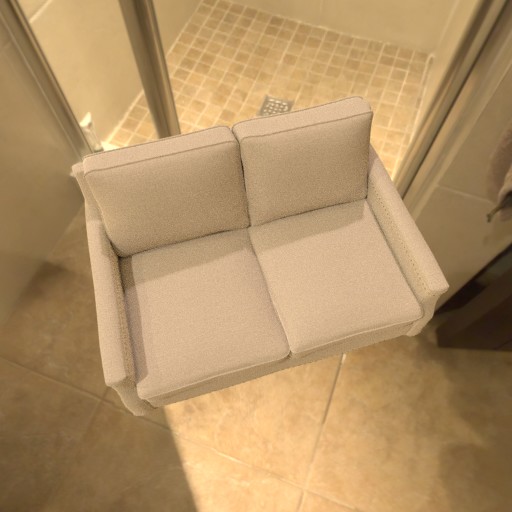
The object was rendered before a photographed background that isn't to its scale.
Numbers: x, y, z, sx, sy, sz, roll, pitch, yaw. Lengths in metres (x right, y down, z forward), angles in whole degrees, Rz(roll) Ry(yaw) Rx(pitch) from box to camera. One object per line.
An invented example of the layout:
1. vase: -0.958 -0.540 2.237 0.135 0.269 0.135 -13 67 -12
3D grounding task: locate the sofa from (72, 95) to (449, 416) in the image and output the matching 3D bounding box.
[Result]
1. sofa: 0.000 0.000 2.253 1.597 1.003 1.084 -14 64 -7
